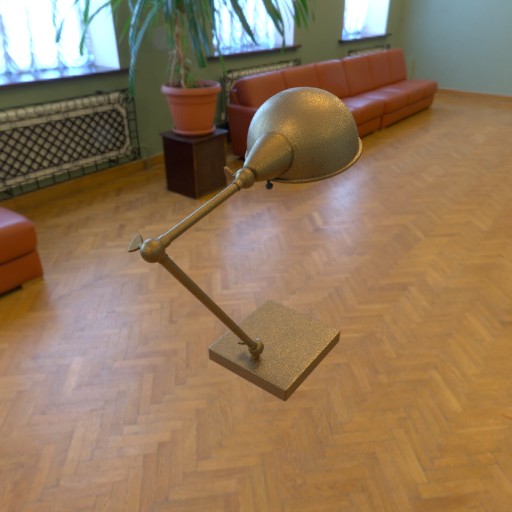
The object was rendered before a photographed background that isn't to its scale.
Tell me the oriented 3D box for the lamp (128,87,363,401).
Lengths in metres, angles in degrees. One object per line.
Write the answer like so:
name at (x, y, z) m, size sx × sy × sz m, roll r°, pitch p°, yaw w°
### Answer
lamp at (0.000, 0.000, 0.551) m, size 0.149 × 0.371 × 0.339 m, roll 21°, pitch 36°, yaw 31°
